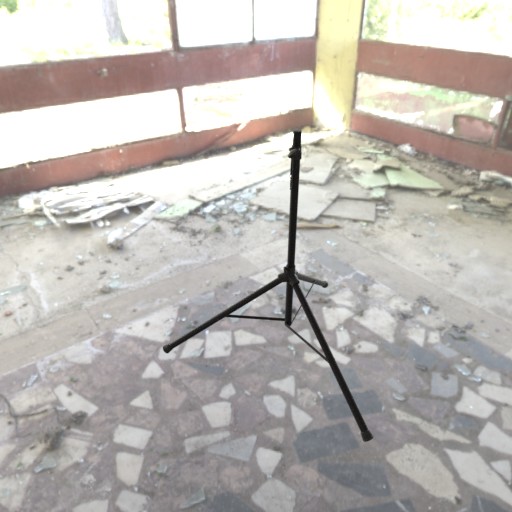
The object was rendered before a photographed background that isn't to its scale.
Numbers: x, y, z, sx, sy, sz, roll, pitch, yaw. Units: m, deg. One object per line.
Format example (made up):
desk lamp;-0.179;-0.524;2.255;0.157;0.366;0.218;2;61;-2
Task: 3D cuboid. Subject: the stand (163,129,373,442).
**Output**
stand;0.000;0.000;2.817;1.339;1.595;1.596;0;32;-1
